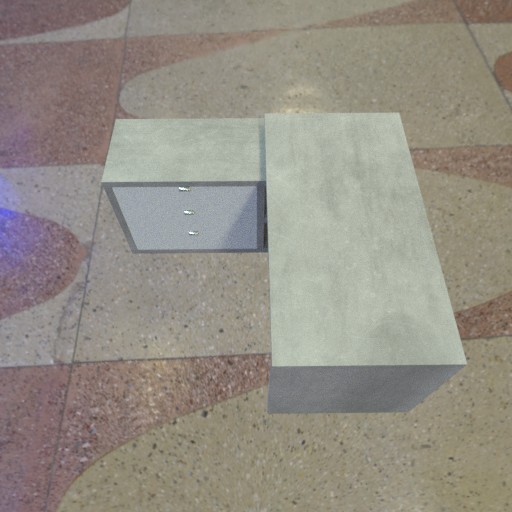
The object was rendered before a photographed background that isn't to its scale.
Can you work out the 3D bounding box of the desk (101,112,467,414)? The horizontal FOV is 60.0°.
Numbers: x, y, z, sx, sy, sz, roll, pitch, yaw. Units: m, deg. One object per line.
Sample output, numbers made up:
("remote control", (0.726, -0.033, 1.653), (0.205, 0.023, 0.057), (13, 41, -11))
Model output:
("desk", (0.000, 0.000, 2.269), (1.500, 0.740, 1.400), (0, 58, 0))
